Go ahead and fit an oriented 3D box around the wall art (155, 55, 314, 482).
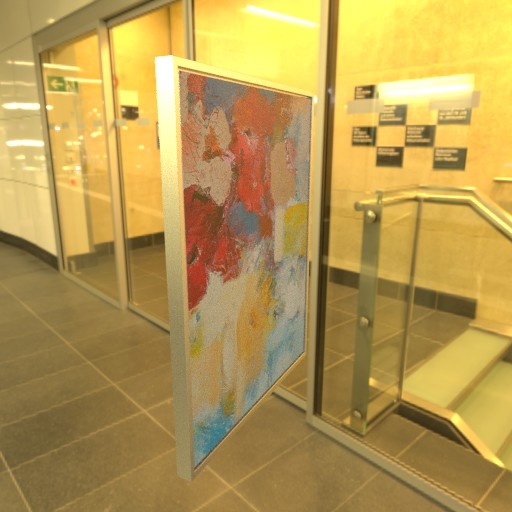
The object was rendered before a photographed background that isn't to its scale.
[{"bbox_3d":[0.000,0.000,0.763,0.025,0.569,0.444,8,16,27],"label":"wall art"}]
